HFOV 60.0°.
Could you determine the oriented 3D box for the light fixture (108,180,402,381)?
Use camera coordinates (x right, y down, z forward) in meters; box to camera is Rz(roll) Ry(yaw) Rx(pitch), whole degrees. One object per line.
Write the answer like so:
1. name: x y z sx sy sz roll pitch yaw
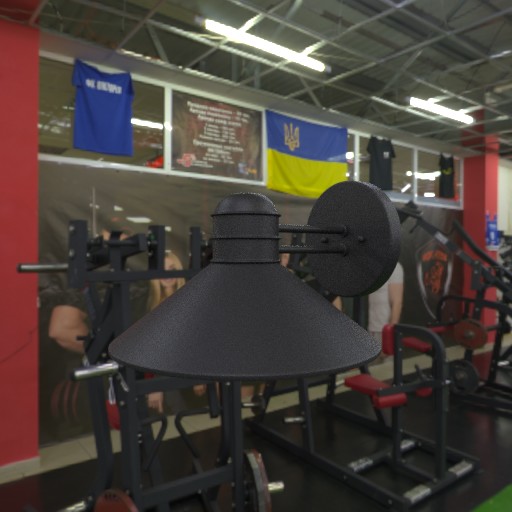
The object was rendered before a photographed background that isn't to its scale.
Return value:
1. light fixture: 0.000 0.000 0.682 0.434 0.265 0.396 0 1 -35
